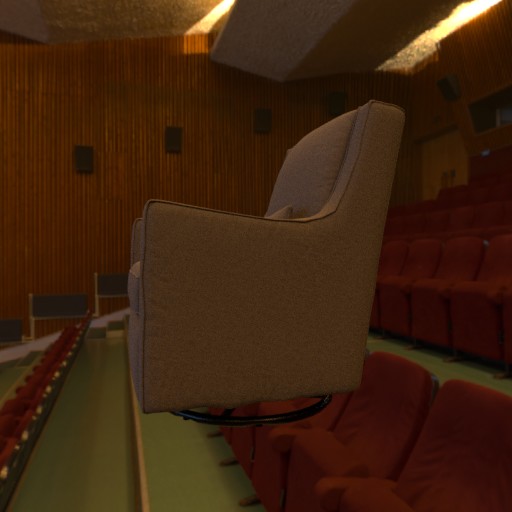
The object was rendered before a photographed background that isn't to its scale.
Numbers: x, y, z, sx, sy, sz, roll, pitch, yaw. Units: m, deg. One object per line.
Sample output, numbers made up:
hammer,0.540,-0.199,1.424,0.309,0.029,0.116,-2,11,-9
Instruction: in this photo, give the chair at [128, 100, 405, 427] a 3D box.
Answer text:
chair,0.000,0.000,1.593,0.879,0.993,0.732,0,0,-18
